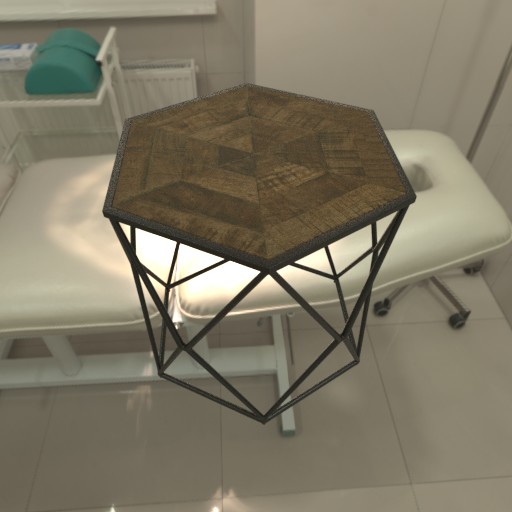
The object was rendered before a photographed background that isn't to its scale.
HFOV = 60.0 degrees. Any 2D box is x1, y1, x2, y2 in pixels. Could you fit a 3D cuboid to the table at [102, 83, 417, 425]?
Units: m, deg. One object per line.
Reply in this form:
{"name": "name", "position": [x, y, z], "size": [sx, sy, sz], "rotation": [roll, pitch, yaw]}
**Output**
{"name": "table", "position": [0.000, 0.000, 1.037], "size": [0.579, 0.564, 0.578], "rotation": [-3, 47, -3]}
